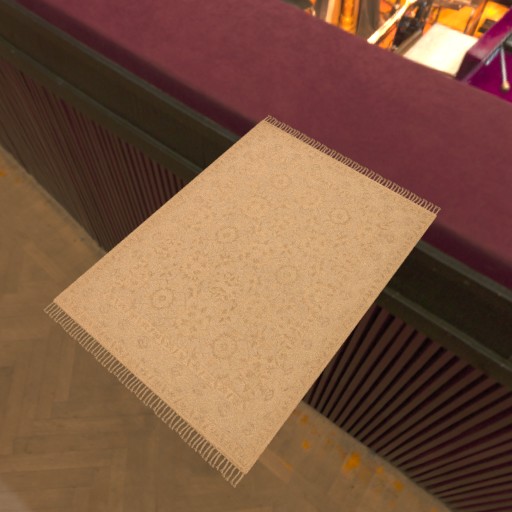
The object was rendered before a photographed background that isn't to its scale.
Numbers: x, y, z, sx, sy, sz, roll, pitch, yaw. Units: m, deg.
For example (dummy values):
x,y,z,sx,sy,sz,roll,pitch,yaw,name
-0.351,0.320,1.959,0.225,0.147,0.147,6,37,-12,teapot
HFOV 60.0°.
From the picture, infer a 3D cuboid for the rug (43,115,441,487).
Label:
x,y,z,sx,sy,sz,roll,pitch,yaw,name
0.000,0.000,2.303,1.223,0.015,1.771,34,64,19,rug
